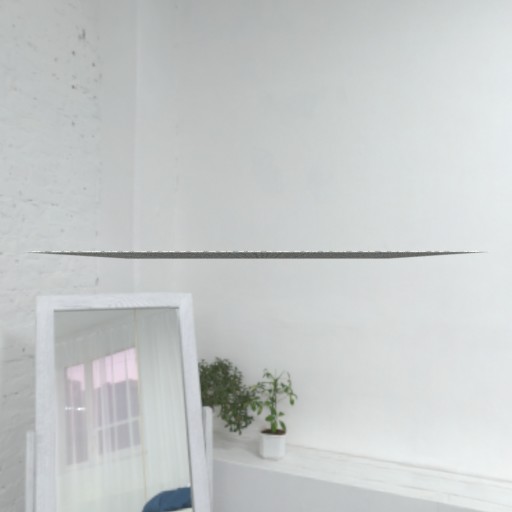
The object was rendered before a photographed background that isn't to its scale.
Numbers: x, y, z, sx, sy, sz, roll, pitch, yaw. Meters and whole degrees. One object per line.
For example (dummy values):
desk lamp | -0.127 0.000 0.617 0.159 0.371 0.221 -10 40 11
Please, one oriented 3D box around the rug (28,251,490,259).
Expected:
rug | 0.000 0.000 4.200 3.196 0.007 2.354 0 -1 1
